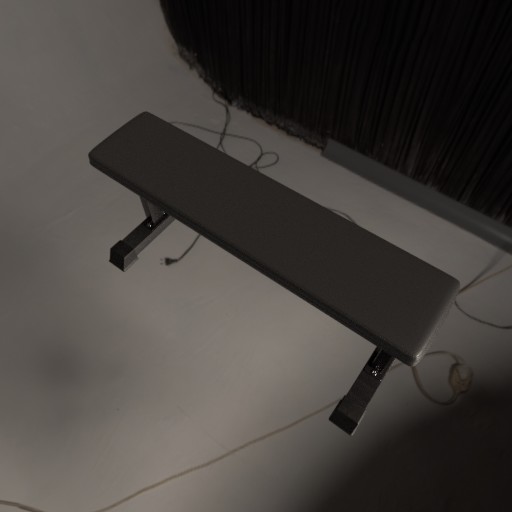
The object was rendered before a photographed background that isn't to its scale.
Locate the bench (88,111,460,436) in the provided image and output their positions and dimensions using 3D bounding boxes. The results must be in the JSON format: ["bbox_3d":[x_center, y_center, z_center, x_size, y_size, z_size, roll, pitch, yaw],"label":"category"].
[{"bbox_3d":[0.000,0.000,1.359,1.072,0.453,0.439,32,62,19],"label":"bench"}]
